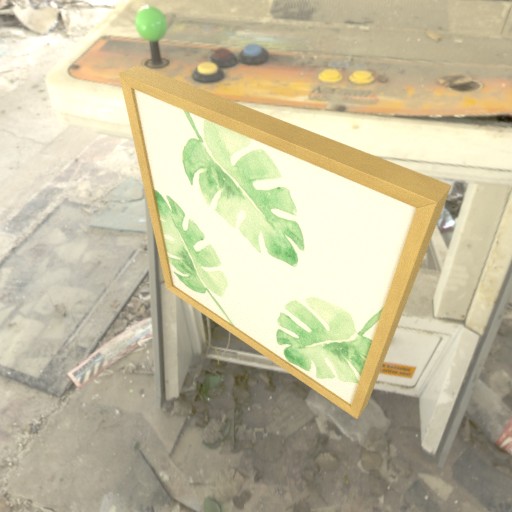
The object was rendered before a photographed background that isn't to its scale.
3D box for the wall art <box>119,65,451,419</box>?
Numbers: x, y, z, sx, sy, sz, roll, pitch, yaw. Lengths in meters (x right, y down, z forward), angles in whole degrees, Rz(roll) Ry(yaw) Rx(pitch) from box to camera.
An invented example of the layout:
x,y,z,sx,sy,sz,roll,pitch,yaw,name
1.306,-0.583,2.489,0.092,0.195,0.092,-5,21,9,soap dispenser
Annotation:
x,y,z,sx,sy,sz,roll,pitch,yaw,name
0.000,0.000,0.757,0.508,0.508,0.038,30,52,26,wall art
